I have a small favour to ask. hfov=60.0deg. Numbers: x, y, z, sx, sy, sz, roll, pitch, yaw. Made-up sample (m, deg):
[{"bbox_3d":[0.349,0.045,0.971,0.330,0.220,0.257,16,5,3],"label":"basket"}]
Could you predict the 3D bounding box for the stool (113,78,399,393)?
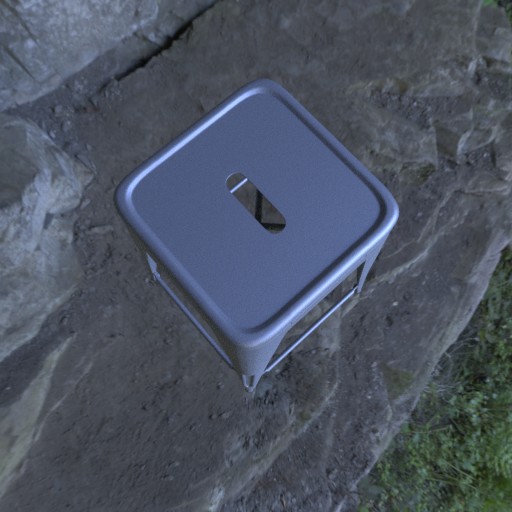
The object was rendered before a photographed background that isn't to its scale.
[{"bbox_3d":[0.000,0.000,0.902,0.406,0.610,0.406,-41,79,-9],"label":"stool"}]
